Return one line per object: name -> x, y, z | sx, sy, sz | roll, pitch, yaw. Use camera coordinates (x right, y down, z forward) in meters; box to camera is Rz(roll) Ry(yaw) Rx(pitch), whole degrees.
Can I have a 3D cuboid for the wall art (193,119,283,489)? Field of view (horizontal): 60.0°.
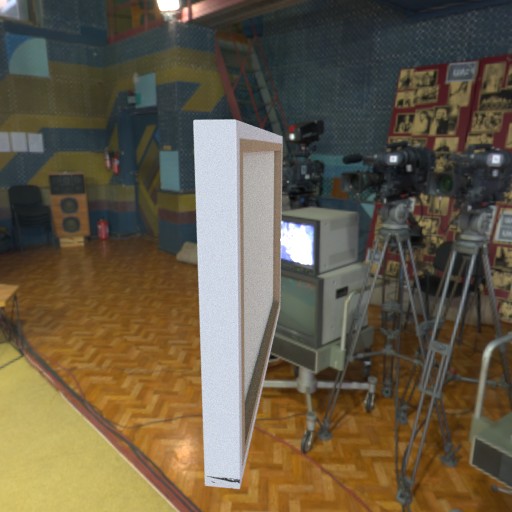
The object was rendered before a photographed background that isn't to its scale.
wall art -> 0.000, 0.000, 0.765 | 0.042, 0.414, 0.608 | 2, 14, 7
